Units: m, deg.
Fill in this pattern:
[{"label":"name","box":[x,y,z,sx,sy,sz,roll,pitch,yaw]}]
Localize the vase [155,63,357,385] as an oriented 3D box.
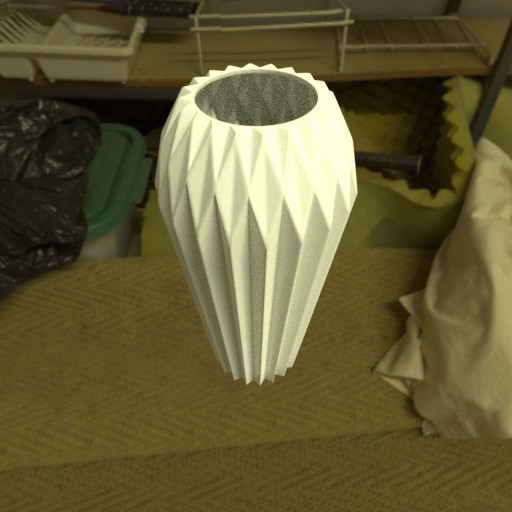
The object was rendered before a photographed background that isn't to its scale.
[{"label":"vase","box":[0.000,0.000,0.346,0.133,0.263,0.133,0,46,0]}]
